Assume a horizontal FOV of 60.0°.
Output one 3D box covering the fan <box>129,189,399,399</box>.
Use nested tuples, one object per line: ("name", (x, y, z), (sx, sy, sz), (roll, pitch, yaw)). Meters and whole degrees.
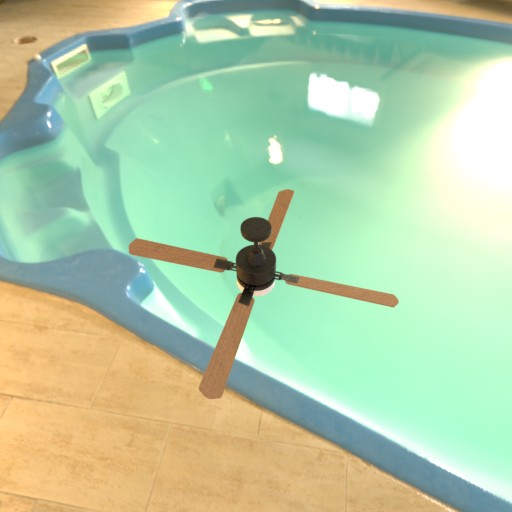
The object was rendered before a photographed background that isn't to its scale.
("fan", (0.000, 0.000, 2.021), (1.320, 0.355, 1.320), (11, 47, 11))
